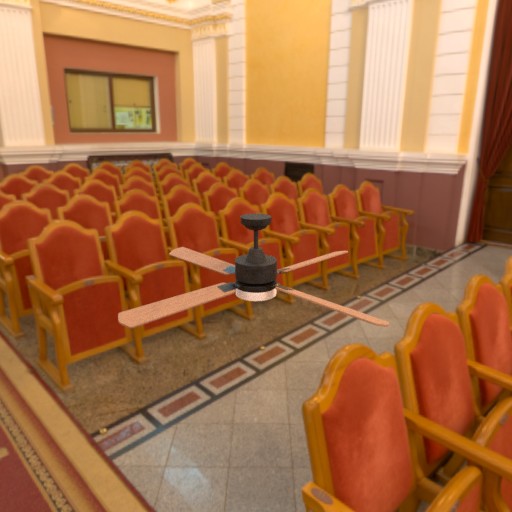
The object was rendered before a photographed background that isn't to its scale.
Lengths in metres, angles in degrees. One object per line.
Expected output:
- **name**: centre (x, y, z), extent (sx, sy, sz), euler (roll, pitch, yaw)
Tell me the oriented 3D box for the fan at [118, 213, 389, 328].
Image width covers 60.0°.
- **fan**: centre (0.000, 0.000, 1.958), extent (1.320, 0.355, 1.320), euler (-15, 22, -41)
